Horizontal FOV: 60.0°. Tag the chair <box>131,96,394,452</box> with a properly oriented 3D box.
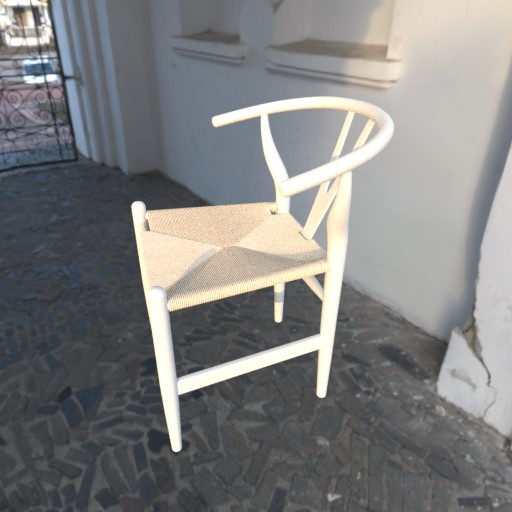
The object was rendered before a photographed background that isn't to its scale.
[{"bbox_3d":[0.000,0.000,1.146,0.579,0.730,0.569,-9,31,-15],"label":"chair"}]
